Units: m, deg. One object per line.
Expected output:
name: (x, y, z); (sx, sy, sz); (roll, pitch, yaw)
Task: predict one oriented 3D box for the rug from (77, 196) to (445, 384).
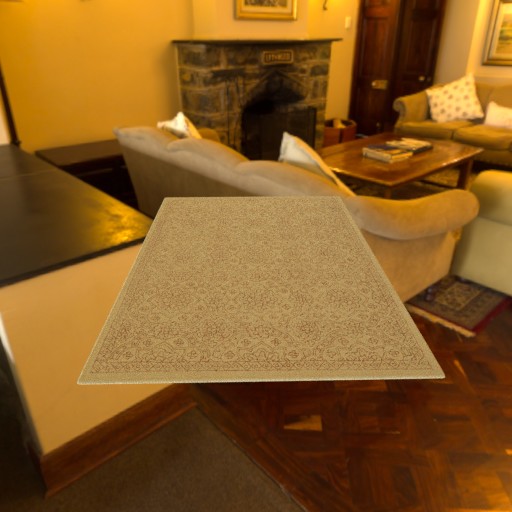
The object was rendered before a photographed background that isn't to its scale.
rug: (0.000, 0.000, 2.275); (1.219, 0.010, 1.829); (-1, 27, -1)
